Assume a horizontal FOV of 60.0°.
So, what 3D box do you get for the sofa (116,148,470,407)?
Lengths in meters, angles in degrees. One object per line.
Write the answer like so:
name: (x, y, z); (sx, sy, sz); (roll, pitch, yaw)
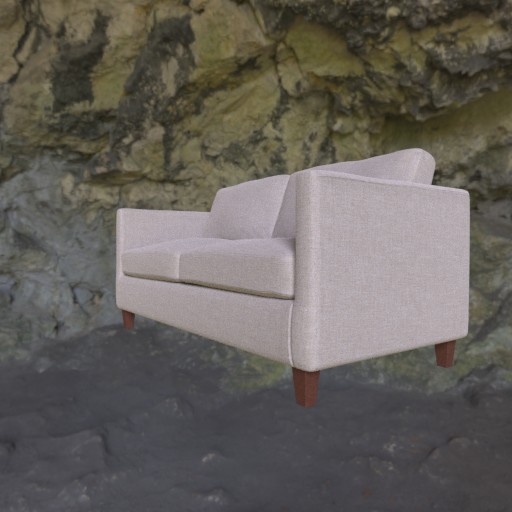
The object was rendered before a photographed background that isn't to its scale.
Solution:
sofa: (0.000, 0.000, 2.380); (0.951, 0.947, 1.884); (-1, 1, -36)
